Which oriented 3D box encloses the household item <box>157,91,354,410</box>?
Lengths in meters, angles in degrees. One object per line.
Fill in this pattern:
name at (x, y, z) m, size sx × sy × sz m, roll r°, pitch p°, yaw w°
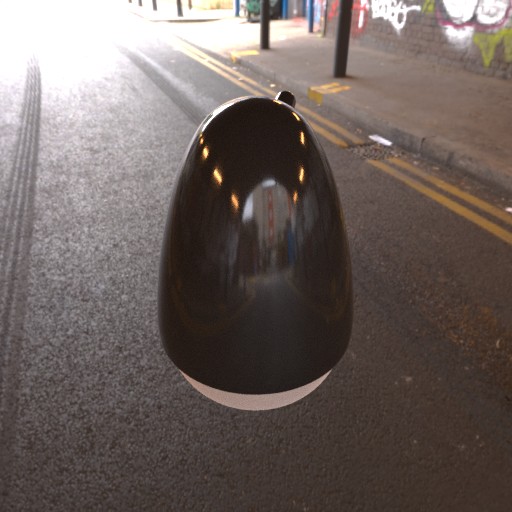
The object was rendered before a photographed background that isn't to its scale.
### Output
household item at (0.000, 0.000, 0.218) m, size 0.102 × 0.152 × 0.104 m, roll 10°, pitch 34°, yaw 15°
